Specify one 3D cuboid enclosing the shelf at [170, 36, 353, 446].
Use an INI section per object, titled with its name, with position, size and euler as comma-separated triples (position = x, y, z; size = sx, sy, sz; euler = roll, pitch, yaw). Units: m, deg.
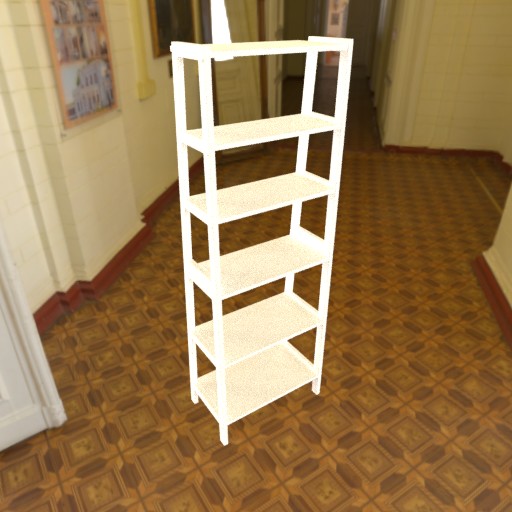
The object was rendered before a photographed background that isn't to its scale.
[shelf]
position = 0.000, 0.000, 2.152
size = 0.660, 1.892, 0.381
euler = -18, 34, -29
